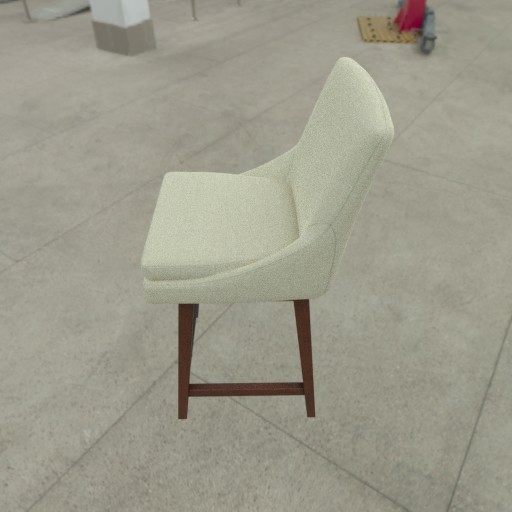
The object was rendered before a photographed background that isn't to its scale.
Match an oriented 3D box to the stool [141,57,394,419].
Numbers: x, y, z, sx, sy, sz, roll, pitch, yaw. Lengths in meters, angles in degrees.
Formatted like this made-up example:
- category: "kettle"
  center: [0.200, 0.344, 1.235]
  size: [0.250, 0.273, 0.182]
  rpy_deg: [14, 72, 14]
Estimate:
- category: "stool"
  center: [0.000, 0.000, 1.297]
  size: [0.559, 0.991, 0.469]
  rpy_deg: [-1, 41, -1]
